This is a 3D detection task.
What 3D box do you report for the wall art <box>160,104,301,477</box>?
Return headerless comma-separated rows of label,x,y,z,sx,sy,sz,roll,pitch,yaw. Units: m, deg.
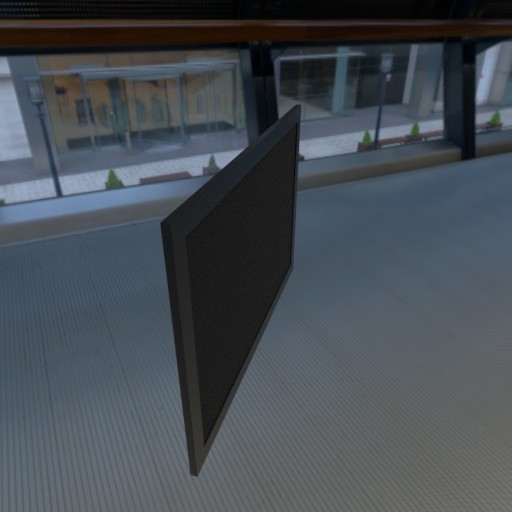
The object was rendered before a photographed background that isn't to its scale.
wall art,0.000,0.000,0.868,0.013,0.447,0.660,9,31,15
